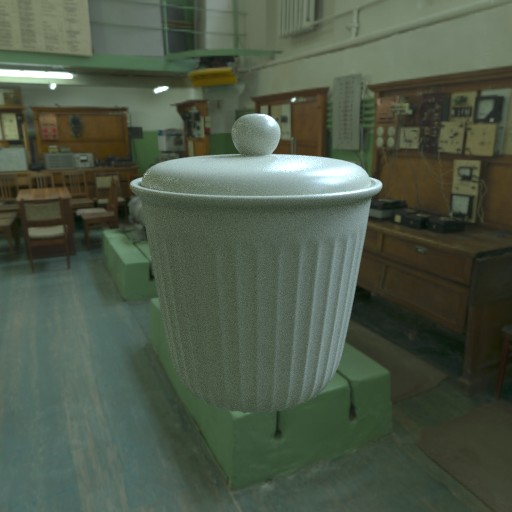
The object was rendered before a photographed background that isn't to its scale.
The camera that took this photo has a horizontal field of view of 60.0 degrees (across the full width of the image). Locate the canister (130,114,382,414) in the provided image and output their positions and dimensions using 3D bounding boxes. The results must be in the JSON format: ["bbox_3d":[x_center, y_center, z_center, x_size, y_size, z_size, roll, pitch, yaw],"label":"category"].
[{"bbox_3d":[0.000,0.000,0.345,0.181,0.211,0.181,0,16,0],"label":"canister"}]
